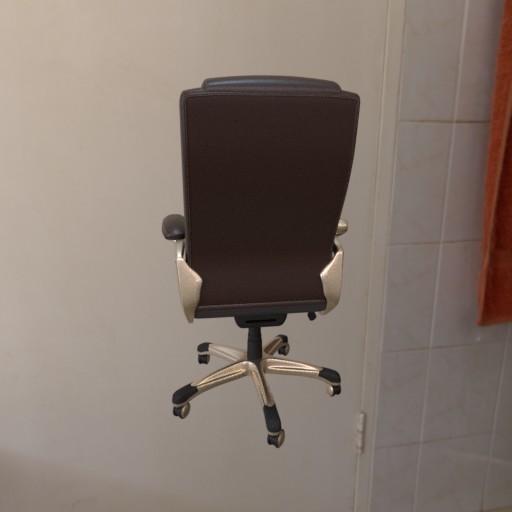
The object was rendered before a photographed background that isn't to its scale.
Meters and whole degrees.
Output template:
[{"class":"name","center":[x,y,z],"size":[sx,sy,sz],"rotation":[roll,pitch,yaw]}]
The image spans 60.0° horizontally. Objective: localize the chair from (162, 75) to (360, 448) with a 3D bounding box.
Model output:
[{"class":"chair","center":[0.000,0.000,1.677],"size":[0.692,1.194,0.749],"rotation":[-2,15,-9]}]
